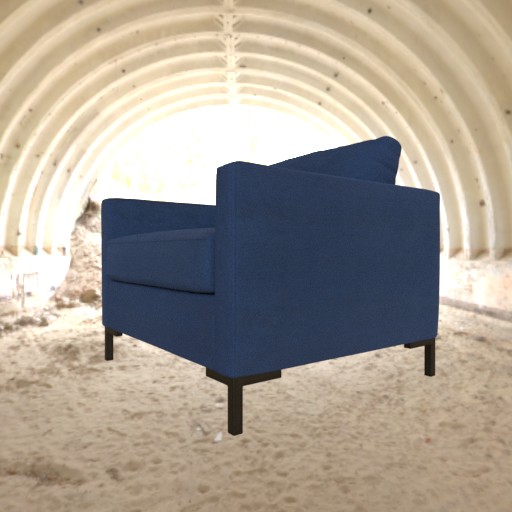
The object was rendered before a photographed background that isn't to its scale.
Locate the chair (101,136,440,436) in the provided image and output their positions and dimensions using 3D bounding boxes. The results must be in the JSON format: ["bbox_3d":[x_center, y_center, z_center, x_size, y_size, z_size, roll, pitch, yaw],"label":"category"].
[{"bbox_3d":[0.000,0.000,1.607,0.875,0.812,0.964,0,1,-37],"label":"chair"}]
